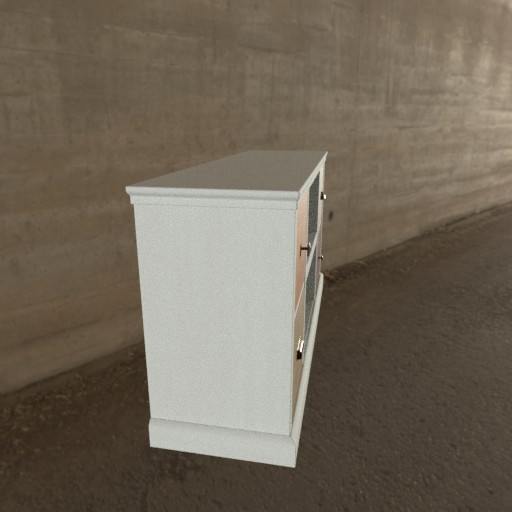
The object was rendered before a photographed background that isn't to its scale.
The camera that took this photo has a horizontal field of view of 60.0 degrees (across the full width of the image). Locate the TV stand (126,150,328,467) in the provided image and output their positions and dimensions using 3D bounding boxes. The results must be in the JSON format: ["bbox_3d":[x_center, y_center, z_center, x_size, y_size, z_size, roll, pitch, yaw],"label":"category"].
[{"bbox_3d":[0.000,0.000,1.497,0.424,0.624,1.187,3,17,11],"label":"TV stand"}]
